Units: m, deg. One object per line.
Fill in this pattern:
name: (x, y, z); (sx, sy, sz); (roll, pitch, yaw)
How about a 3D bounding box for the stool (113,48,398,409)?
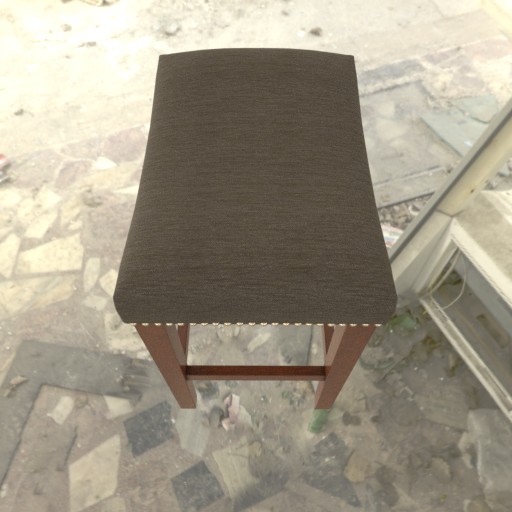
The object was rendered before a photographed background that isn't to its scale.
stool: (0.000, 0.000, 0.930); (0.372, 0.654, 0.504); (0, 59, 0)
